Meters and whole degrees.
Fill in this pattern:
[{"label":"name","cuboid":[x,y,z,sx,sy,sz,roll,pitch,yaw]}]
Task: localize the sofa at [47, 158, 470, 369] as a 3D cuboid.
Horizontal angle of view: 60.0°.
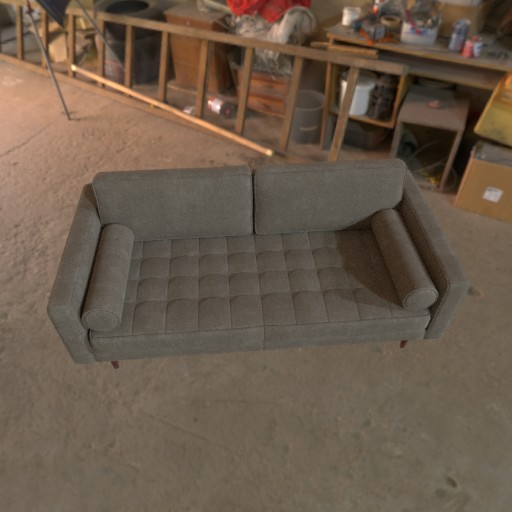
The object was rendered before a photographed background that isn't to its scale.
[{"label":"sofa","cuboid":[0.000,0.000,2.333,1.883,0.769,0.920,-3,46,-3]}]
